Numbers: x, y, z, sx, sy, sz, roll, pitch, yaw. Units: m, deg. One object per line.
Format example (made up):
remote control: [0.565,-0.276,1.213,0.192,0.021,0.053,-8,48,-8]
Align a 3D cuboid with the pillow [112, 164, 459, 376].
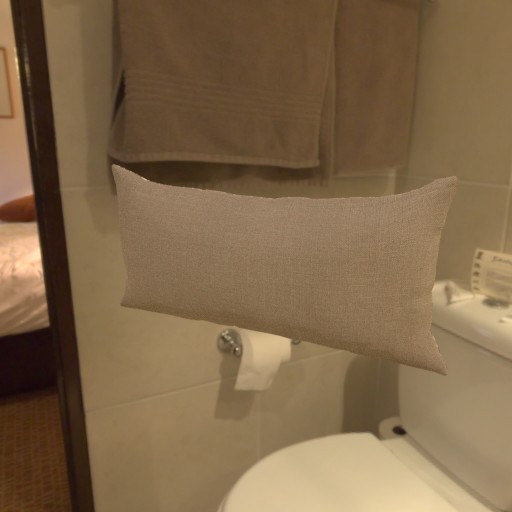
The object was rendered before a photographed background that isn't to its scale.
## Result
pillow: [0.000,0.000,0.752,0.631,0.290,0.148,7,16,26]
